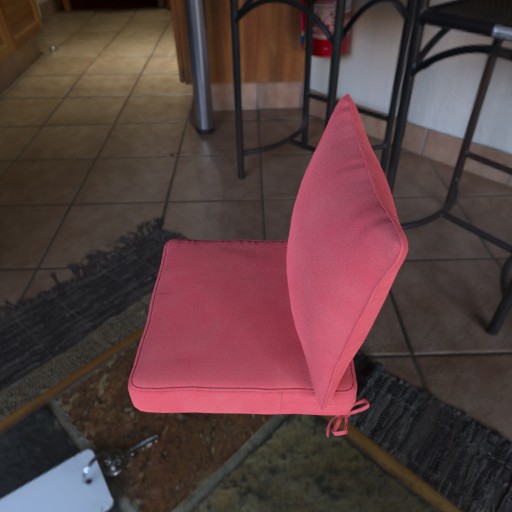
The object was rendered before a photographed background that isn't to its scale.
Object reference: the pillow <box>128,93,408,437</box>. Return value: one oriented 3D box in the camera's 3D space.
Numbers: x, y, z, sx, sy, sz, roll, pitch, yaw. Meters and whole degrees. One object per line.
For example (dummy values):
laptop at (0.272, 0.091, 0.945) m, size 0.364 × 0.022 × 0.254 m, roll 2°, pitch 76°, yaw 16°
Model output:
pillow at (0.000, 0.000, 1.350) m, size 0.733 × 0.725 × 0.798 m, roll 1°, pitch 41°, yaw 1°
